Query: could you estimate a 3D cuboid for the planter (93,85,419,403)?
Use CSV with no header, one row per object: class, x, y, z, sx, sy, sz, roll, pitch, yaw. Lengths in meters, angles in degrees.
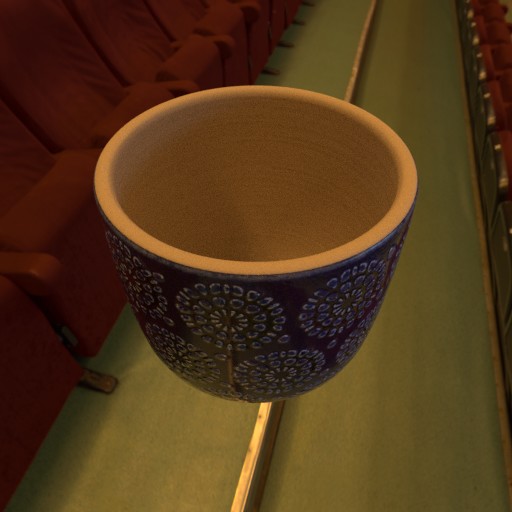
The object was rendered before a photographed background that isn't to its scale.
planter,0.000,0.000,0.281,0.165,0.149,0.165,0,46,0
